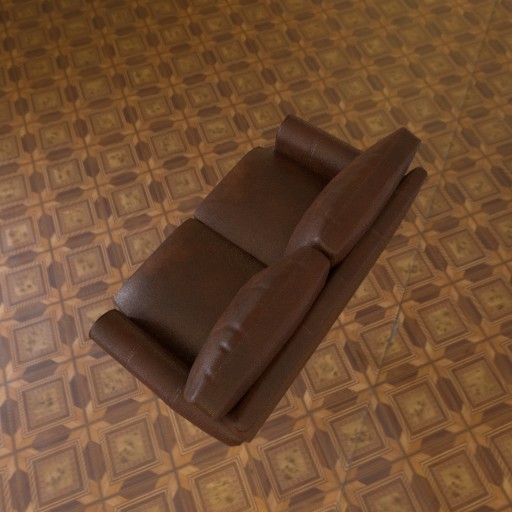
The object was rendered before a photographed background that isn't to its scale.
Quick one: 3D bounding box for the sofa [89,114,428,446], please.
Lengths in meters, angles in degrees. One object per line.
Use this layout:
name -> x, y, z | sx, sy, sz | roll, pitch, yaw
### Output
sofa -> 0.000, 0.000, 2.241 | 0.990, 0.976, 1.616 | 34, 69, 15
